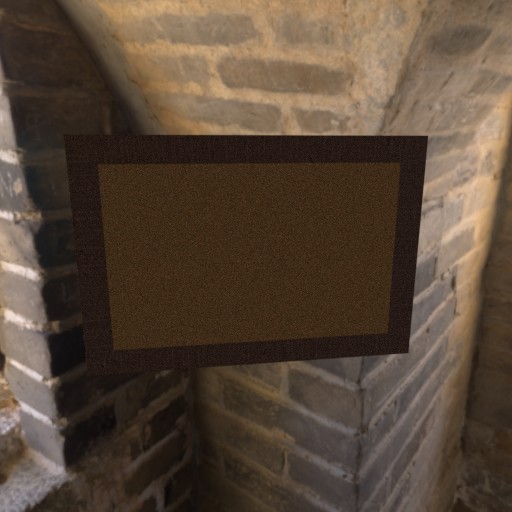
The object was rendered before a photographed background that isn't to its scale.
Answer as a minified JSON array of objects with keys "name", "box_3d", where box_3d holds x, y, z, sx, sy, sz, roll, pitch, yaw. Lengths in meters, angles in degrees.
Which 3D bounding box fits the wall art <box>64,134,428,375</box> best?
[{"name":"wall art","box_3d":[0.000,0.000,1.191,0.917,0.626,0.019,-2,14,-8]}]
